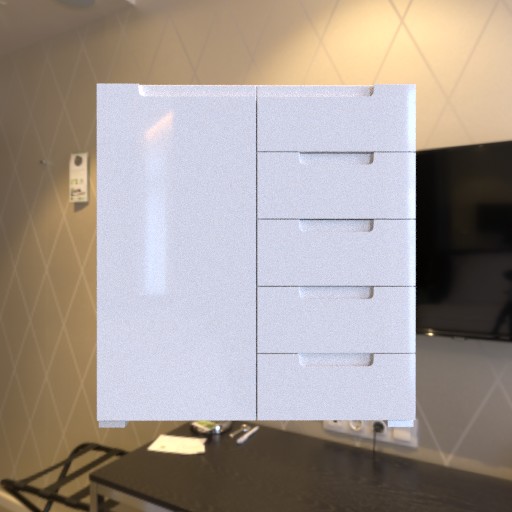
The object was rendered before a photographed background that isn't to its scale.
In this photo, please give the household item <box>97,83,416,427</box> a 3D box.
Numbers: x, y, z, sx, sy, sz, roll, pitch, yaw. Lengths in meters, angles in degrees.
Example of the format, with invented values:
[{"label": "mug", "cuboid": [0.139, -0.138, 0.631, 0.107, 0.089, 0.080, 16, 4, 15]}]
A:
[{"label": "household item", "cuboid": [0.000, 0.000, 1.322, 0.800, 0.870, 0.420, 0, 0, 0]}]
